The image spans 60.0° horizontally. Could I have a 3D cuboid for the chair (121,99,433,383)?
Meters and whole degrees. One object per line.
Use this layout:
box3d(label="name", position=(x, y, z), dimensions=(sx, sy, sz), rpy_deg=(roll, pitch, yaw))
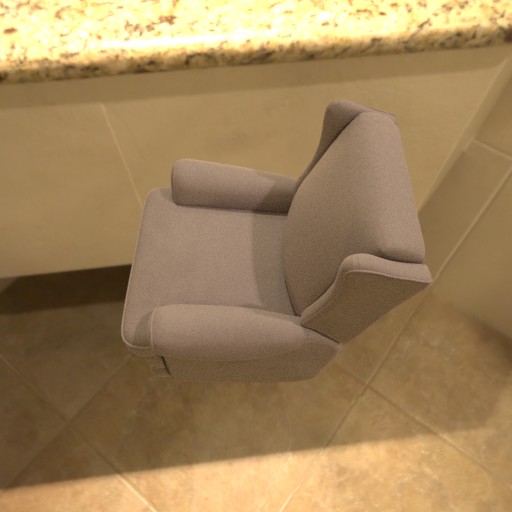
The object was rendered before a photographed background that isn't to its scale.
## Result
box3d(label="chair", position=(0.000, 0.000, 1.725), dimensions=(0.969, 1.011, 0.847), rpy_deg=(1, 58, 1))
